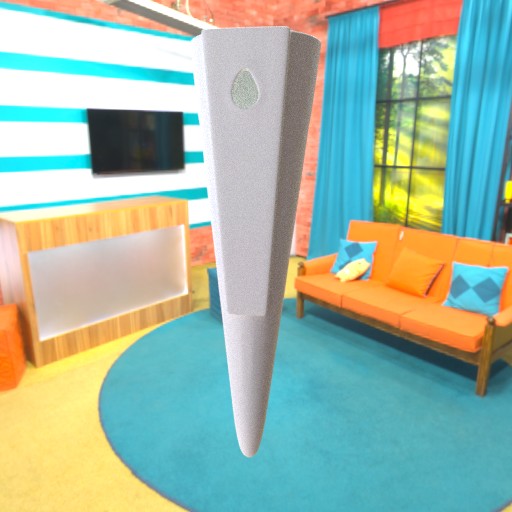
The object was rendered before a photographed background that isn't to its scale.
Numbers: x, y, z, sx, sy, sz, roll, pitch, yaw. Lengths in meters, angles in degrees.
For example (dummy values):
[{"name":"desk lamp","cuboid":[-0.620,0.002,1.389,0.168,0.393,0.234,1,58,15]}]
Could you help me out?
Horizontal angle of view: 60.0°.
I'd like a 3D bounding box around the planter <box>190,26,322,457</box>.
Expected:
[{"name":"planter","cuboid":[0.000,0.000,0.220,0.057,0.193,0.064,2,15,7]}]
